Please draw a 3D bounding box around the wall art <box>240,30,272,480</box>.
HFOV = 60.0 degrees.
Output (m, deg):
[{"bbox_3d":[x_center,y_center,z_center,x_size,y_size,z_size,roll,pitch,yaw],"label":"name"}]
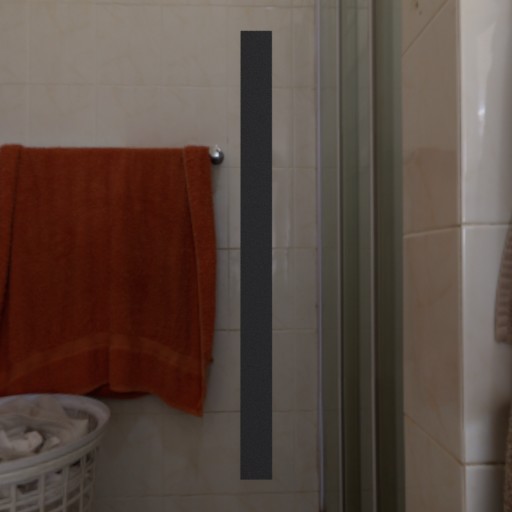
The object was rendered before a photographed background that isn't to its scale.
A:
[{"bbox_3d":[0.000,0.000,0.750,0.036,0.503,0.506,0,0,0],"label":"wall art"}]
